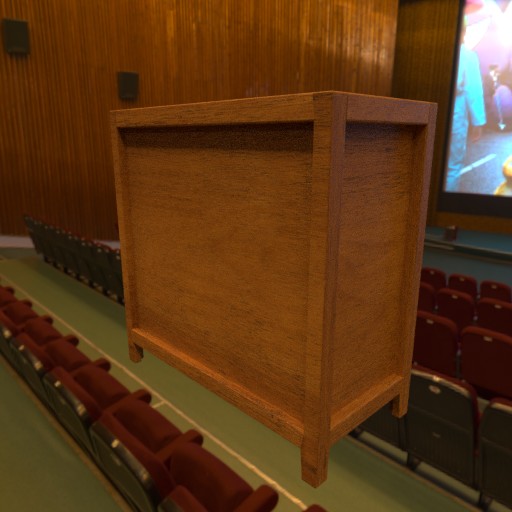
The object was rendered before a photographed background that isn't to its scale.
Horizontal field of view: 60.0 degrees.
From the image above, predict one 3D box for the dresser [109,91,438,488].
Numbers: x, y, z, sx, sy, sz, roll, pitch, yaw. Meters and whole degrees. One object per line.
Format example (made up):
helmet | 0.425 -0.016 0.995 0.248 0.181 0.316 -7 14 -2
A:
dresser | 0.000 0.000 1.264 0.427 0.804 0.804 -14 20 -42
